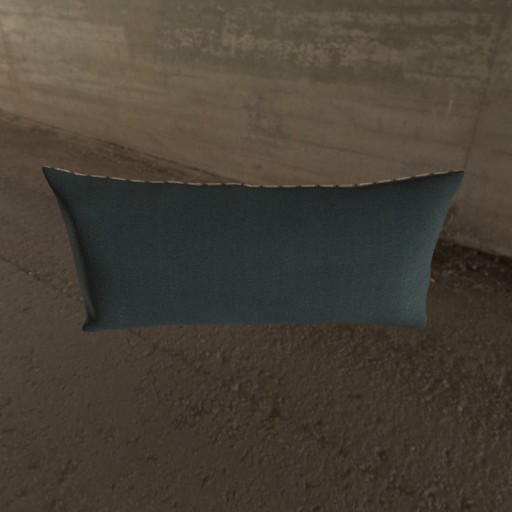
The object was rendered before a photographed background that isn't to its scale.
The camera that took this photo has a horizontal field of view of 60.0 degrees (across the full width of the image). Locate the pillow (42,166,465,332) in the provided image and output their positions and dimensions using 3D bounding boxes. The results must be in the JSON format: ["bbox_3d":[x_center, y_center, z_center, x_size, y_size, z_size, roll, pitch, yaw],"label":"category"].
[{"bbox_3d":[0.000,0.000,0.712,0.609,0.305,0.151,-1,32,-1],"label":"pillow"}]
